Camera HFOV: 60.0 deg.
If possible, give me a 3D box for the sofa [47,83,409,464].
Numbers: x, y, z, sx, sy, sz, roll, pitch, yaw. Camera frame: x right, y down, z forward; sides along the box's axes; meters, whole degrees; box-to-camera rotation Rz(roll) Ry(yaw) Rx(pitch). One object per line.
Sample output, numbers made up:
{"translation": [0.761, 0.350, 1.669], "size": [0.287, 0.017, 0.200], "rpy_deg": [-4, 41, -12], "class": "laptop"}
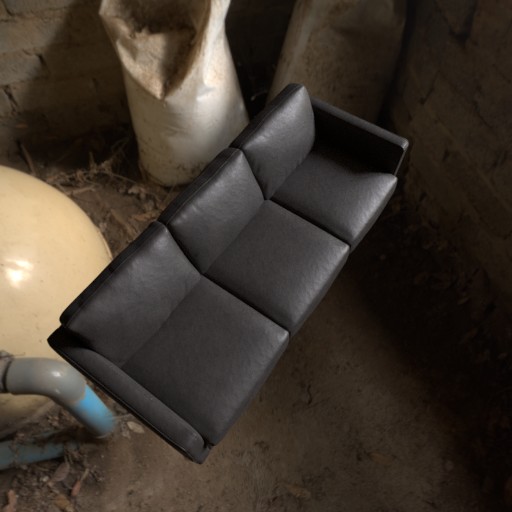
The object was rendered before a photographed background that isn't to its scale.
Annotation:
{"translation": [0.000, 0.000, 2.975], "size": [1.045, 1.006, 2.464], "rpy_deg": [31, 65, 17], "class": "sofa"}
